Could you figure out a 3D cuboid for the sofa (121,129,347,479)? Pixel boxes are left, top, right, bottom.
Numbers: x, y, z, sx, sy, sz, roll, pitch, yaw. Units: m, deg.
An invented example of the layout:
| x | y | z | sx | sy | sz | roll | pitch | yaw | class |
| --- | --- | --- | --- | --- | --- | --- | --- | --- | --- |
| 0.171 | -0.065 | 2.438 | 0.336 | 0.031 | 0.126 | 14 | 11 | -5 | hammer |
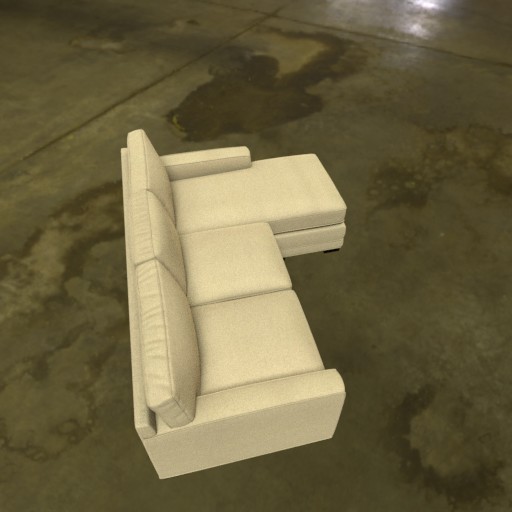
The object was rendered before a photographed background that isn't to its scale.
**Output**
| x | y | z | sx | sy | sz | roll | pitch | yaw | class |
| --- | --- | --- | --- | --- | --- | --- | --- | --- | --- |
| 0.000 | 0.000 | 2.764 | 1.496 | 0.861 | 2.087 | -10 | 47 | -9 | sofa |
